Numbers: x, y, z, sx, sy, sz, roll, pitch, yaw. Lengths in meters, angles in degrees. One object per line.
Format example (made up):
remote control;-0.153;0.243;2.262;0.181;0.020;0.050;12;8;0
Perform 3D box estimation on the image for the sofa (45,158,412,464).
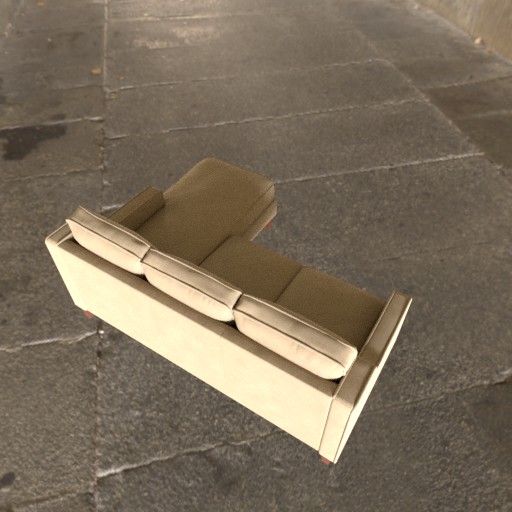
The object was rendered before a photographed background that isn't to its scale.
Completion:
sofa;0.000;0.000;3.394;2.317;1.066;1.858;24;51;22
